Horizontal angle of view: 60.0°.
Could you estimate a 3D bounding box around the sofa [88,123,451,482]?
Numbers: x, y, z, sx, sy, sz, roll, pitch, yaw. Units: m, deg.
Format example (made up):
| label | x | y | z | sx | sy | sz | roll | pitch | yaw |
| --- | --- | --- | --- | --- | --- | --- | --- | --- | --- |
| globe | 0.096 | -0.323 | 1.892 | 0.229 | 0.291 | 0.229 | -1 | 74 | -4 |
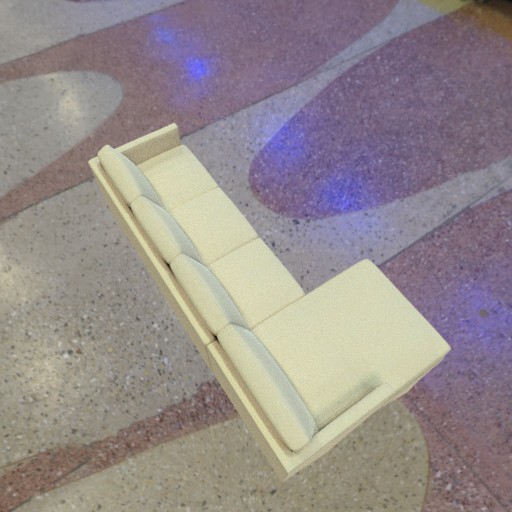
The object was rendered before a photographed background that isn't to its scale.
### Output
| label | x | y | z | sx | sy | sz | roll | pitch | yaw |
| --- | --- | --- | --- | --- | --- | --- | --- | --- | --- |
| sofa | 0.000 | 0.000 | 3.907 | 1.650 | 0.922 | 3.205 | -30 | 63 | -17 |
